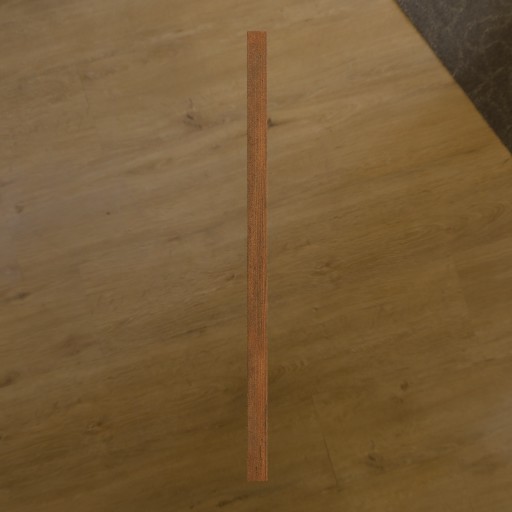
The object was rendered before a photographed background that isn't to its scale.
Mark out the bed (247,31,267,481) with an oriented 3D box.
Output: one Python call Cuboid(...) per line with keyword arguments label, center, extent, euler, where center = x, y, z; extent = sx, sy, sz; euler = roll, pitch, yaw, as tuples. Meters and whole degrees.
Cuboid(label="bed", center=(0.000, 0.000, 1.498), extent=(0.046, 0.942, 1.046), euler=(0, 90, 0))
